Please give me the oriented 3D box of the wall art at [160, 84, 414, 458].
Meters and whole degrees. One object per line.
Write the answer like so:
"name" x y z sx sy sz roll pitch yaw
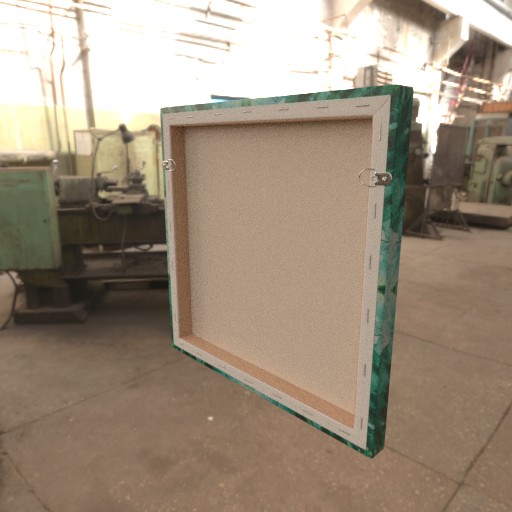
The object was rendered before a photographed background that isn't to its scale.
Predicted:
"wall art" 0.000 0.000 0.758 0.038 0.508 0.507 -14 20 -43
